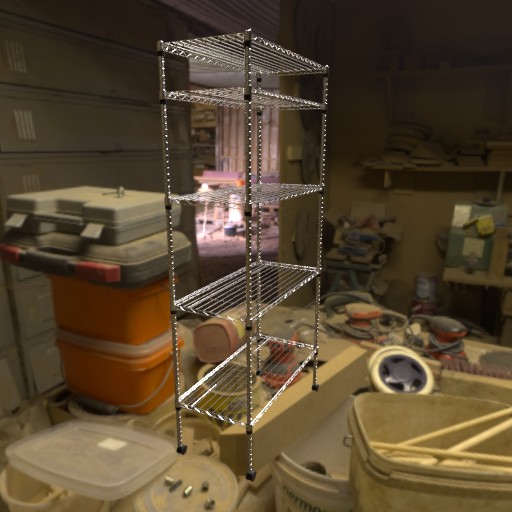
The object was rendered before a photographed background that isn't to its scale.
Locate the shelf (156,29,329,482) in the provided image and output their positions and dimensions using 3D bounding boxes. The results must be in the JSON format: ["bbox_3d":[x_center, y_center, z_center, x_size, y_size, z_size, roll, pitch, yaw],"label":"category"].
[{"bbox_3d":[0.000,0.000,1.900,0.356,1.587,0.762,7,16,27],"label":"shelf"}]
